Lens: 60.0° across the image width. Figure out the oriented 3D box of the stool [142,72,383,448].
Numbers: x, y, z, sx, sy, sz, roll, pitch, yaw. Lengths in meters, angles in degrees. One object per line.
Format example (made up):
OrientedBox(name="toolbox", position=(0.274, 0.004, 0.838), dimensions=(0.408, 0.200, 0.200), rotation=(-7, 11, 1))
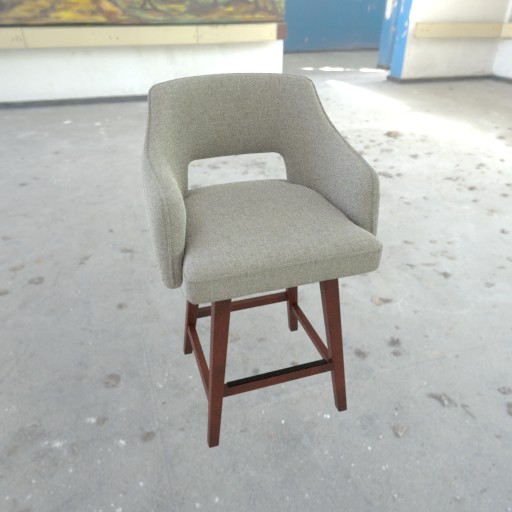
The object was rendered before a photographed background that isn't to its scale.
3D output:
OrientedBox(name="stool", position=(0.000, 0.000, 1.320), dimensions=(0.599, 0.944, 0.558), rotation=(-9, 32, -15))
